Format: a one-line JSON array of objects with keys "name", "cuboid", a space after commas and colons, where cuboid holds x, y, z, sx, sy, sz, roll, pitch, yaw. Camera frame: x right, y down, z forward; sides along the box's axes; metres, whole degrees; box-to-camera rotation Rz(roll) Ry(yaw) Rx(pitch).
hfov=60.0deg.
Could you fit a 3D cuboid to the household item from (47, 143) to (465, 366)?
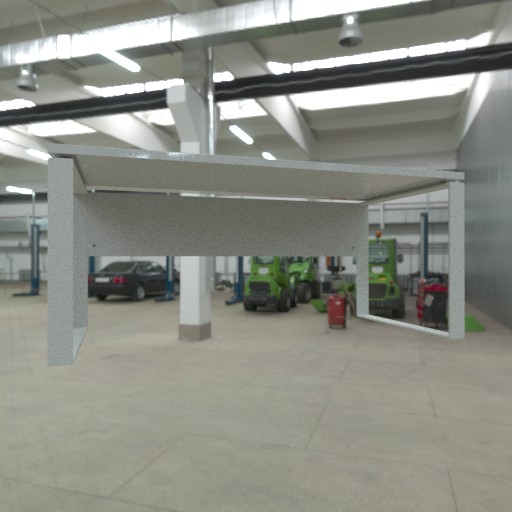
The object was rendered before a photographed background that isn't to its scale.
[{"name": "household item", "cuboid": [0.000, 0.000, 2.106, 1.700, 0.745, 0.800, 0, 0, -17]}]
